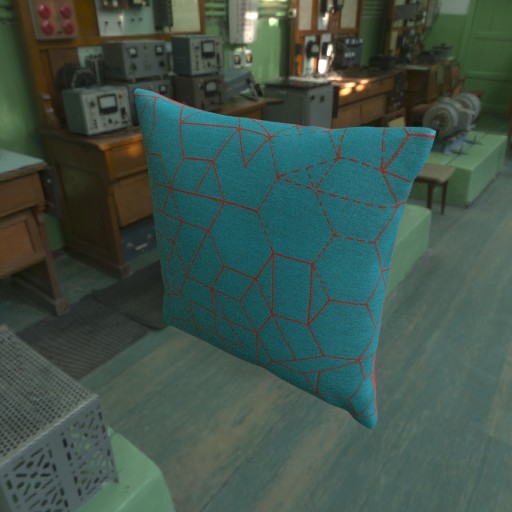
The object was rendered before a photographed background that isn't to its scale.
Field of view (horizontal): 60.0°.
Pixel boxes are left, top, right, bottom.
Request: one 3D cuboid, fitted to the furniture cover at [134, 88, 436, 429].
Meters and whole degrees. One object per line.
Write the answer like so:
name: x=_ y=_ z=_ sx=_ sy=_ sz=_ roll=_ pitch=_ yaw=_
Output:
furniture cover: x=0.000 y=0.000 z=0.770 sx=0.517 sy=0.508 sz=0.158 roll=19 pitch=34 yaw=30
